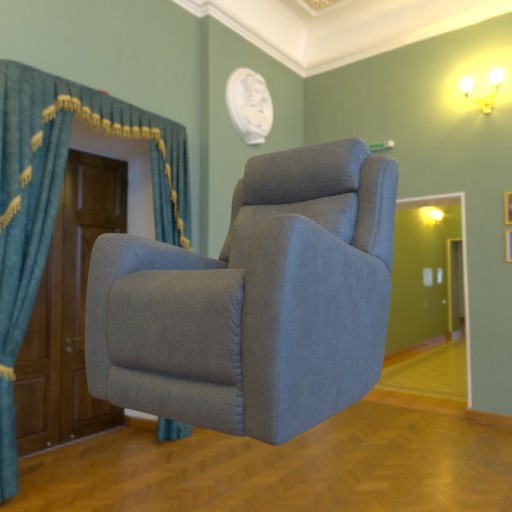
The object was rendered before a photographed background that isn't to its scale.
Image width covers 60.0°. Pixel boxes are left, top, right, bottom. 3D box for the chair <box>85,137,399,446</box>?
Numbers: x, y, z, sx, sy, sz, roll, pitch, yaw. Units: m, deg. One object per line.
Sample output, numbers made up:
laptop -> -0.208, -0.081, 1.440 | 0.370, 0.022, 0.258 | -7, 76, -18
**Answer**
chair -> 0.000, 0.000, 1.872 | 0.967, 1.116, 1.068 | -2, -3, 36
